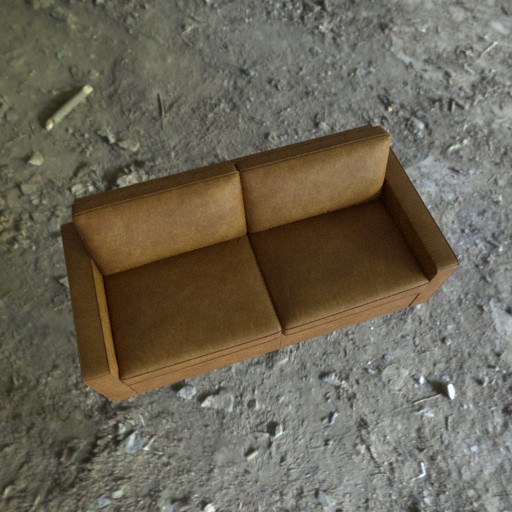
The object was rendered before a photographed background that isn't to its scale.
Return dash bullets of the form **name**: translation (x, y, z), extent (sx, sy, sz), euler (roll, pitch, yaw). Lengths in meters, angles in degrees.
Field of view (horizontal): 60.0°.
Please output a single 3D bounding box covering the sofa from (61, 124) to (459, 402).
- **sofa**: translation (0.000, 0.000, 2.652), extent (2.156, 0.928, 0.991), euler (-16, 64, -8)
